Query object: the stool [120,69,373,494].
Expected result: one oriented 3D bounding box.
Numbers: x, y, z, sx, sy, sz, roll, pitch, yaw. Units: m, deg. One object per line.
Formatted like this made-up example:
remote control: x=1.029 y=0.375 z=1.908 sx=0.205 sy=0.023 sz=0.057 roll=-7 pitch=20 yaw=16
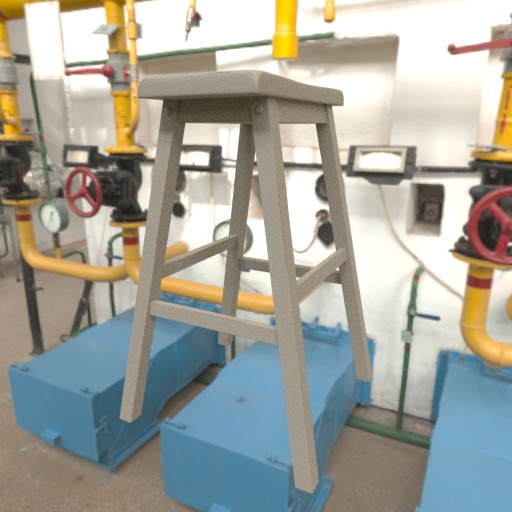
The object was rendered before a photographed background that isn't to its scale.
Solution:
stool: x=0.000 y=0.000 z=1.016 sx=0.476 sy=0.737 sz=0.457 roll=8 pitch=18 yaw=27
